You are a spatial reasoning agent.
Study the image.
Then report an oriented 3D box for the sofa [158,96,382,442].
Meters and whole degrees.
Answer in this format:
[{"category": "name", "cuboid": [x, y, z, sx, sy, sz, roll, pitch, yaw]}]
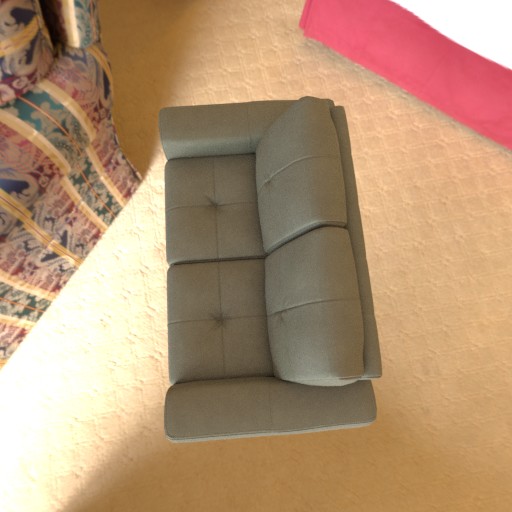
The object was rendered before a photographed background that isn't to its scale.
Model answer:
[{"category": "sofa", "cuboid": [0.000, 0.000, 2.377, 1.018, 0.907, 1.806, -4, 75, -1]}]
